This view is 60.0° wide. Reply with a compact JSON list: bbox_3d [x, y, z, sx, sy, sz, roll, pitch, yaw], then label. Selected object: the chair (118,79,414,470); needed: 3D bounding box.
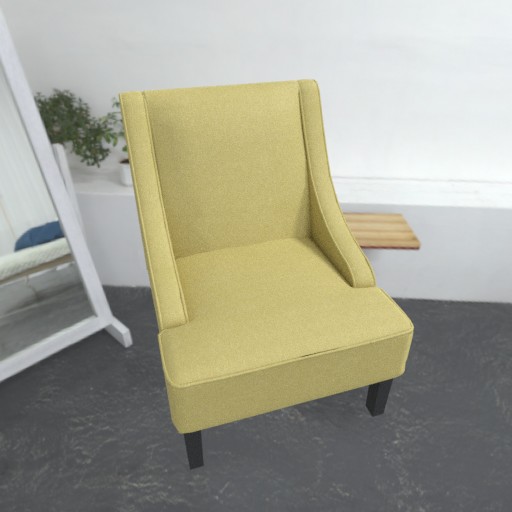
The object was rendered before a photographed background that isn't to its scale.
[{"bbox_3d":[0.000,0.000,1.423,0.696,0.896,0.814,-10,34,-15],"label":"chair"}]
